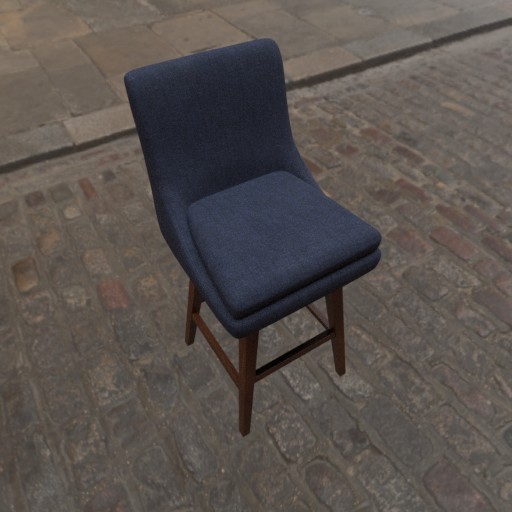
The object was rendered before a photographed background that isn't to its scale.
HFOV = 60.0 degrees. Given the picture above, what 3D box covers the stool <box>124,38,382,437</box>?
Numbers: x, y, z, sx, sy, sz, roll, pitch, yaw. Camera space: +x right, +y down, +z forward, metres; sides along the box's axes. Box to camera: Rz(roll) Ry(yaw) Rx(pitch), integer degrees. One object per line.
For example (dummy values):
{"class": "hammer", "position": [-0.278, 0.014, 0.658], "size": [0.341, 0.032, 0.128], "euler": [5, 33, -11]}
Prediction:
{"class": "stool", "position": [0.000, 0.000, 1.379], "size": [0.489, 1.068, 0.572], "euler": [-24, 51, -22]}
